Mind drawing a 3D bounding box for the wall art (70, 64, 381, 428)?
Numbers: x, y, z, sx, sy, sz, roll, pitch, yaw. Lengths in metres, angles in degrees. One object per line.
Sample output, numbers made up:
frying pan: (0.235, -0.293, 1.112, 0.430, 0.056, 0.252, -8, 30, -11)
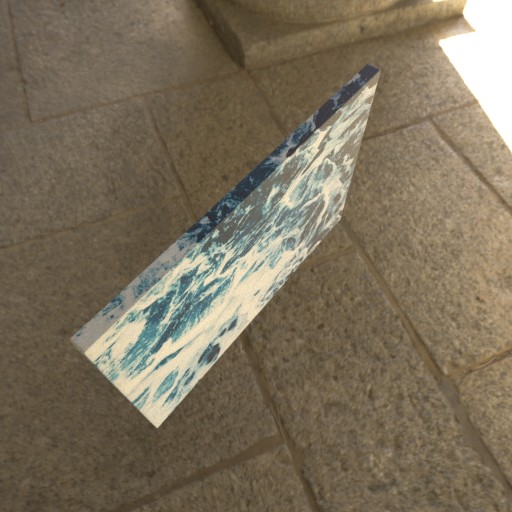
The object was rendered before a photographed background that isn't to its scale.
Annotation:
wall art: (0.000, 0.000, 1.150, 0.042, 0.610, 0.915, 34, 64, 19)
